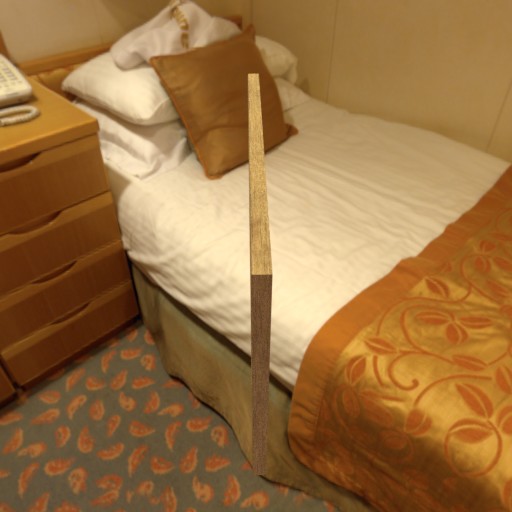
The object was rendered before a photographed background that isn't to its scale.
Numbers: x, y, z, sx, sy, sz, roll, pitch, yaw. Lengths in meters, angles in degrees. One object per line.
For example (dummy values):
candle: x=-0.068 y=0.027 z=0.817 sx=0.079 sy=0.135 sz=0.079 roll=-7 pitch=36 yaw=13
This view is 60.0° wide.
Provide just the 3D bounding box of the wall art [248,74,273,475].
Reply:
wall art: x=0.000 y=0.000 z=0.952 sx=0.026 sy=0.535 sz=0.690 roll=-1 pitch=41 yaw=-1
